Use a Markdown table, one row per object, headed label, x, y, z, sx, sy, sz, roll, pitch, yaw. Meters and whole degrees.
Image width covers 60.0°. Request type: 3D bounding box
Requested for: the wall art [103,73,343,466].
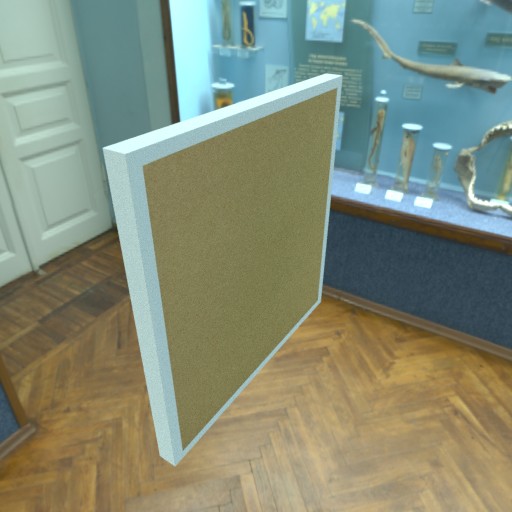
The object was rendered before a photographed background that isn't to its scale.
| label | x | y | z | sx | sy | sz | roll | pitch | yaw |
| --- | --- | --- | --- | --- | --- | --- | --- | --- | --- |
| wall art | 0.000 | 0.000 | 0.455 | 0.020 | 0.307 | 0.307 | 19 | 37 | 28 |
